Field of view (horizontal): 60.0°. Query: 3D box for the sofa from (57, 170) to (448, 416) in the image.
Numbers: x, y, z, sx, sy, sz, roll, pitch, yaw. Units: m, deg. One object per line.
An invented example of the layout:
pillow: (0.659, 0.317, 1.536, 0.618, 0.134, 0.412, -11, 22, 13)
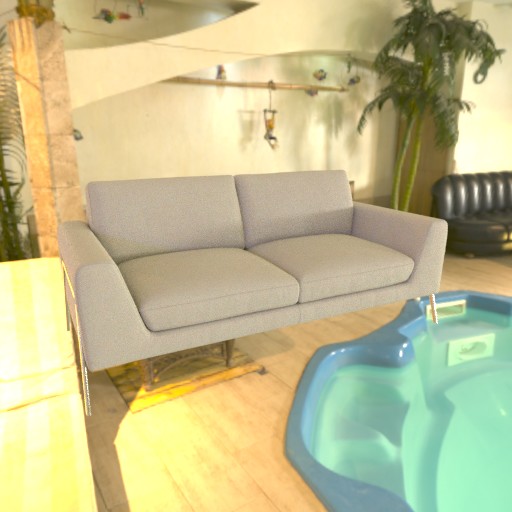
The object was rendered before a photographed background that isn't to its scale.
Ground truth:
sofa: (0.000, 0.000, 2.524, 2.017, 0.875, 0.953, -8, 17, -26)
